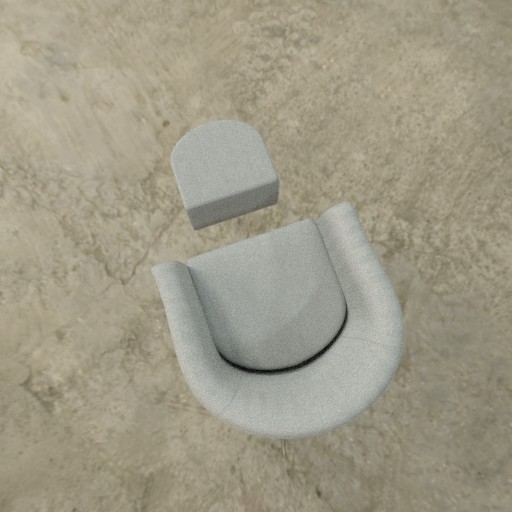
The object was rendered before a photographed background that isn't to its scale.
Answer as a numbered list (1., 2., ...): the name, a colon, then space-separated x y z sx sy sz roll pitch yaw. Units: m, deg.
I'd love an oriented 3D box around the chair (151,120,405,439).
1. chair: 0.000 0.000 1.745 0.756 0.757 1.288 -19 75 -5
